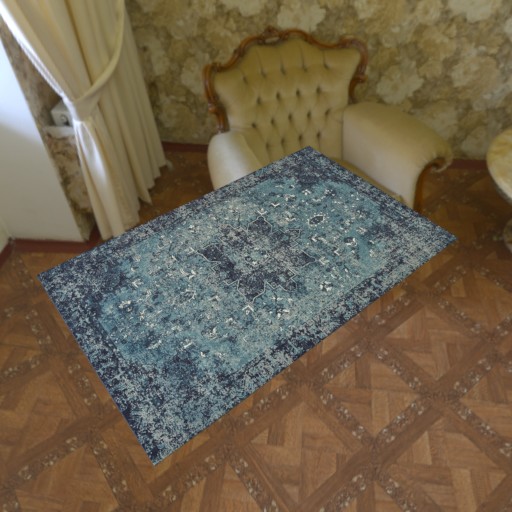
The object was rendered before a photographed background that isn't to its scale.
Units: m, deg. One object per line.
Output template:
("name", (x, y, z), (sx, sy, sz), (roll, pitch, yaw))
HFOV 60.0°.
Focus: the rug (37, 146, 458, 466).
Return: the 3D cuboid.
("rug", (0.000, 0.000, 2.999), (2.440, 0.007, 1.525), (-30, 53, -26))
